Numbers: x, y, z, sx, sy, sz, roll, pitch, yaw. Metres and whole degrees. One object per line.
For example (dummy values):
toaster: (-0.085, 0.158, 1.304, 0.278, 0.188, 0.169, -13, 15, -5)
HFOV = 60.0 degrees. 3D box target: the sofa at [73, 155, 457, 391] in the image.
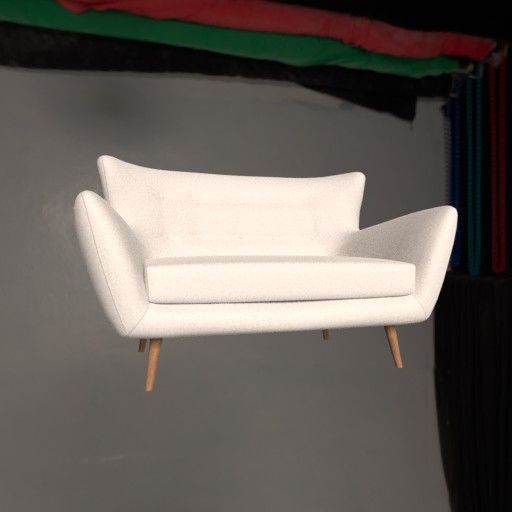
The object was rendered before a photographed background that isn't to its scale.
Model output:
sofa: (0.000, 0.000, 1.935, 1.424, 0.878, 0.921, 0, 0, -18)
